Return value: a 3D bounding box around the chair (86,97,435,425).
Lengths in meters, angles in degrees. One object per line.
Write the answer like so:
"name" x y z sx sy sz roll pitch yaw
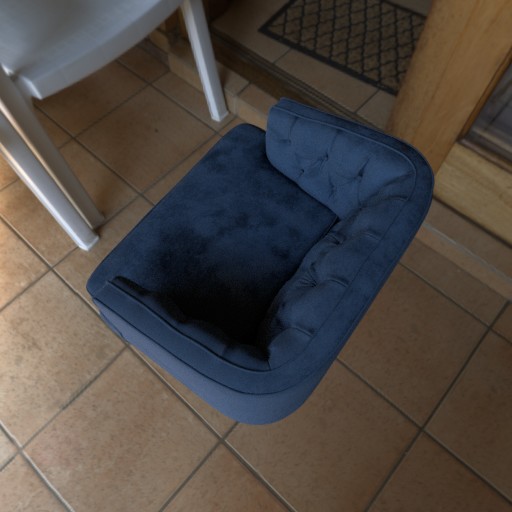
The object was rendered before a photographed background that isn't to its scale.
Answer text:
"chair" 0.000 0.000 1.761 0.940 0.852 1.094 33 68 15
